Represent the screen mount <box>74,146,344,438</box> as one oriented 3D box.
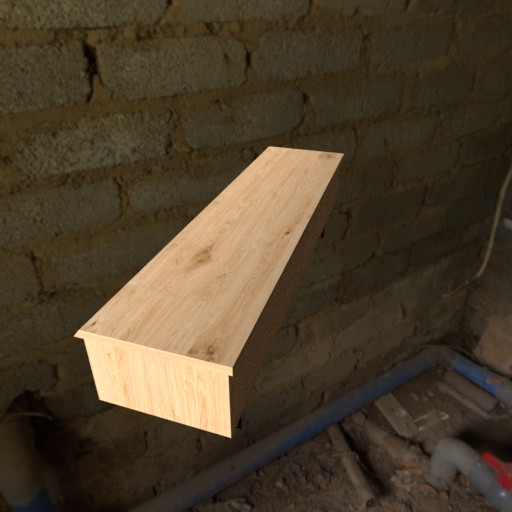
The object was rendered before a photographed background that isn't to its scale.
[{"bbox_3d":[0.000,0.000,1.900,0.450,0.430,1.700,10,32,16],"label":"screen mount"}]
